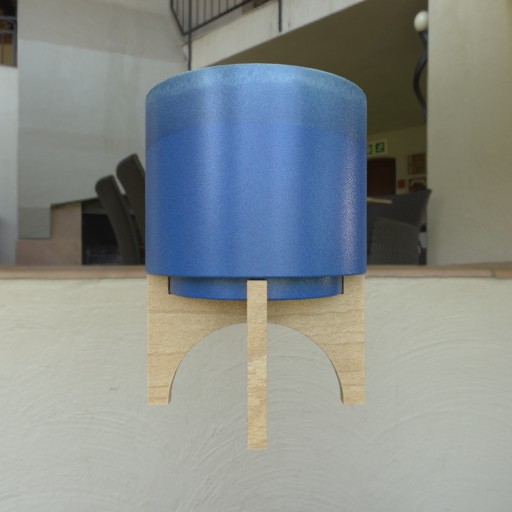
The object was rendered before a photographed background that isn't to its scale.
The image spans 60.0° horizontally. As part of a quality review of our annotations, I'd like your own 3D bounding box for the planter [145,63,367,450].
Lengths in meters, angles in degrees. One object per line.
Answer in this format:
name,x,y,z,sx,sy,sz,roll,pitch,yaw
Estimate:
planter,0.000,0.000,0.397,0.192,0.263,0.192,0,0,0
